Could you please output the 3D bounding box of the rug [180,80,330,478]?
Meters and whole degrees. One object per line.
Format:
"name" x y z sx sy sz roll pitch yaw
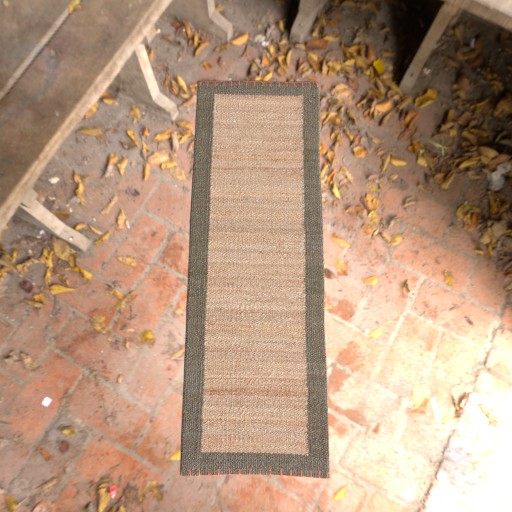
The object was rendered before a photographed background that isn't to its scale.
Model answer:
"rug" 0.000 0.000 2.642 0.810 0.016 2.413 1 75 0
